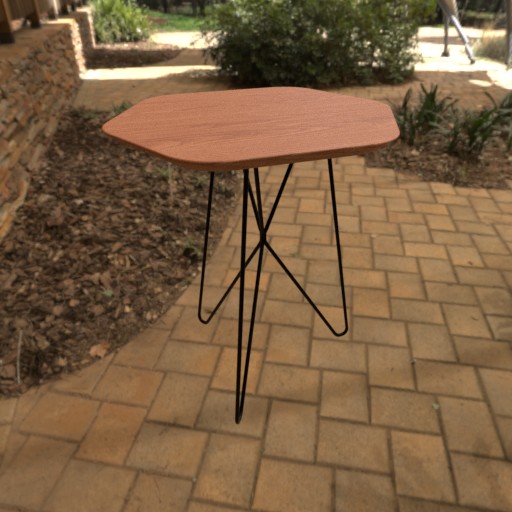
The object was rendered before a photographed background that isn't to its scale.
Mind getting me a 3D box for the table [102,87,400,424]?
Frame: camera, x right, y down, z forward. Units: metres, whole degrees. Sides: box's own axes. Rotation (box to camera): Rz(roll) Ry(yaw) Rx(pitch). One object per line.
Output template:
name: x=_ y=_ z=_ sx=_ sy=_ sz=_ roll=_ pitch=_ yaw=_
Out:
table: x=0.000 y=0.000 z=0.895 sx=0.500 sy=0.562 sz=0.400 roll=-10 pitch=33 yaw=-16
